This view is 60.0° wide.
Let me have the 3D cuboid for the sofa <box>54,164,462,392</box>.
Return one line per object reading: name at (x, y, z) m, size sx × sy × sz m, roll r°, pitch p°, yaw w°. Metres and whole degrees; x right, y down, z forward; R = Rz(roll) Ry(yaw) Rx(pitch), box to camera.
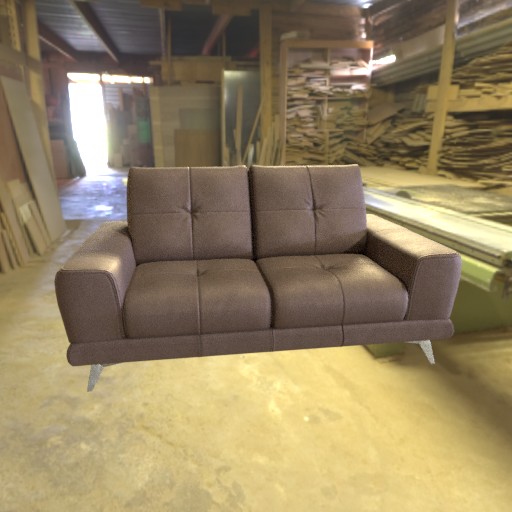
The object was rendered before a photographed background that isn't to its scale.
sofa at (0.000, 0.000, 2.367) m, size 1.806 × 0.907 × 1.018 m, roll -2°, pitch 16°, yaw -8°
